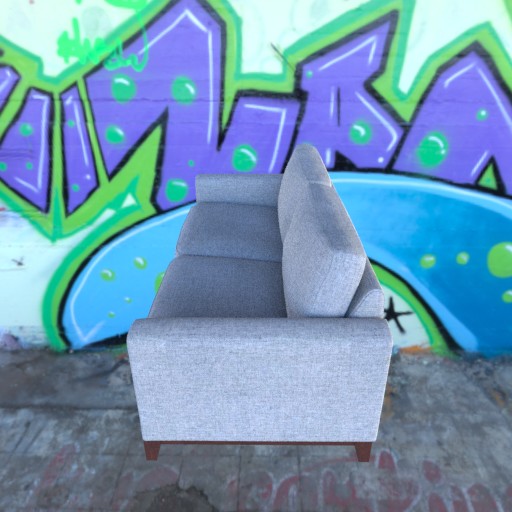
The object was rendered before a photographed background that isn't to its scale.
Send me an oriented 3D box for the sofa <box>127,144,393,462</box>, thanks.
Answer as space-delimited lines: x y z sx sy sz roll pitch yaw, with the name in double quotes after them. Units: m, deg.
0.000 0.000 2.470 0.969 0.892 1.978 0 27 0 "sofa"
